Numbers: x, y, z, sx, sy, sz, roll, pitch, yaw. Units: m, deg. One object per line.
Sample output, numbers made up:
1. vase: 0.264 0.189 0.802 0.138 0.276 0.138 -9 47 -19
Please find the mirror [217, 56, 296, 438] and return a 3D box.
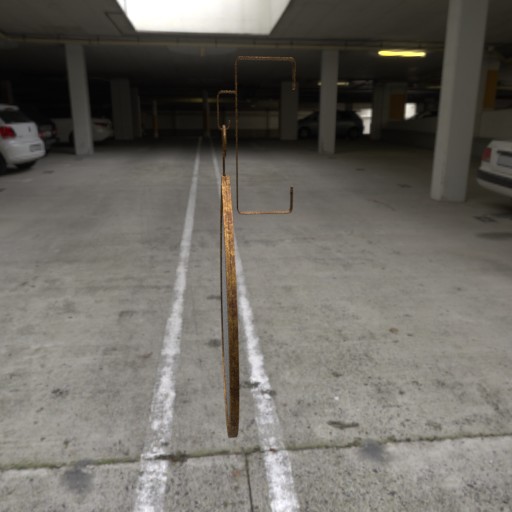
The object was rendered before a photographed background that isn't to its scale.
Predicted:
1. mirror: 0.000 0.000 0.901 0.144 0.744 0.405 -2 15 -6
